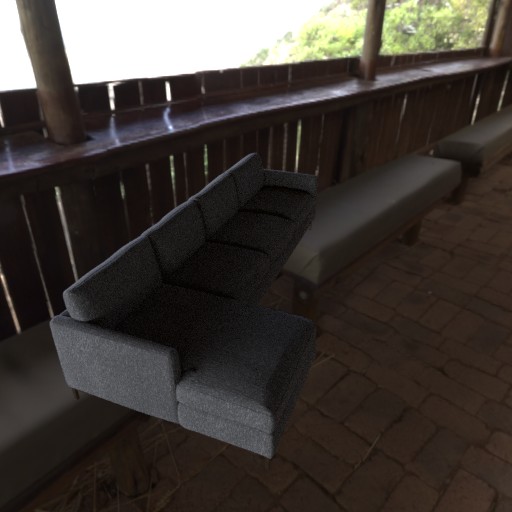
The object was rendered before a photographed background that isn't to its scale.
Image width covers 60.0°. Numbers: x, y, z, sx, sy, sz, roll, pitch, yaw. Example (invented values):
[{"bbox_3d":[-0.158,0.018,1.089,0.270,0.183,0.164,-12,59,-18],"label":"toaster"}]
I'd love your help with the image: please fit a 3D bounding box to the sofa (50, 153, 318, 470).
[{"bbox_3d":[0.000,0.000,3.485,1.350,0.810,2.932,11,31,18],"label":"sofa"}]
